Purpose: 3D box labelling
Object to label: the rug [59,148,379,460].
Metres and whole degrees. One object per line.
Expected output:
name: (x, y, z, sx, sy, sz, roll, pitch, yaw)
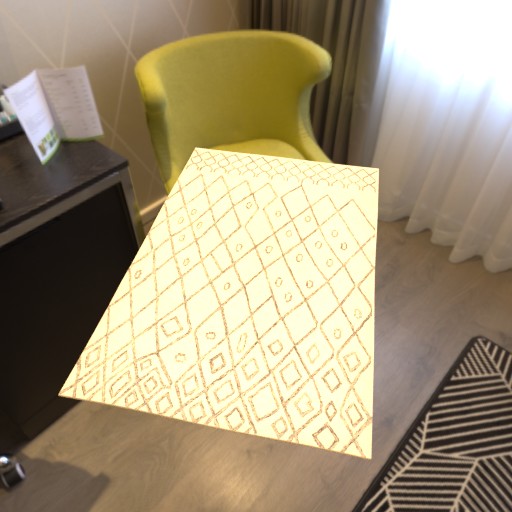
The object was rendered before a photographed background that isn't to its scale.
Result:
rug: (0.000, 0.000, 2.292, 1.222, 0.015, 1.828, 9, 46, 8)
